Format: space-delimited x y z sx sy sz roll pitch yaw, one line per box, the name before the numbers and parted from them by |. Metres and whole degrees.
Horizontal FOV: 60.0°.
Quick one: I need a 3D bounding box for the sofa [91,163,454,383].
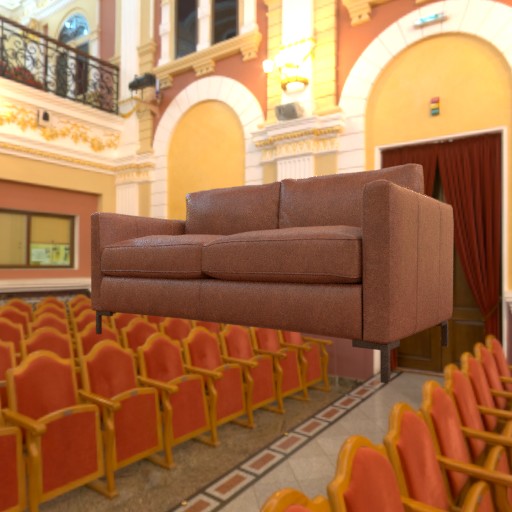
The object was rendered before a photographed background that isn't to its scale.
sofa | 0.000 0.000 2.335 1.797 0.883 0.899 0 -1 36
